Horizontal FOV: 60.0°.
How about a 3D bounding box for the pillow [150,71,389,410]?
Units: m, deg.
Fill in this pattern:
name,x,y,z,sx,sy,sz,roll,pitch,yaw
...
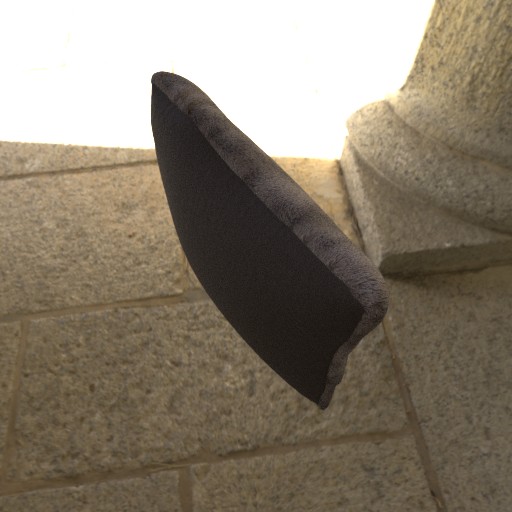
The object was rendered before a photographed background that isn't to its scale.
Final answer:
name,x,y,z,sx,sy,sz,roll,pitch,yaw
pillow,0.000,0.000,0.808,0.204,0.520,0.522,-33,64,-18
